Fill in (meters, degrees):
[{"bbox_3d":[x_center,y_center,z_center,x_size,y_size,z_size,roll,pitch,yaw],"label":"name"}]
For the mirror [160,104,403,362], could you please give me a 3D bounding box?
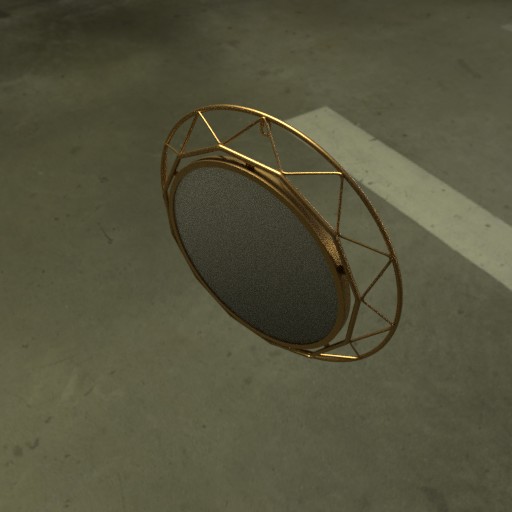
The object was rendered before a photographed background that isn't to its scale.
[{"bbox_3d":[0.000,0.000,0.676,0.454,0.454,0.043,30,53,26],"label":"mirror"}]
